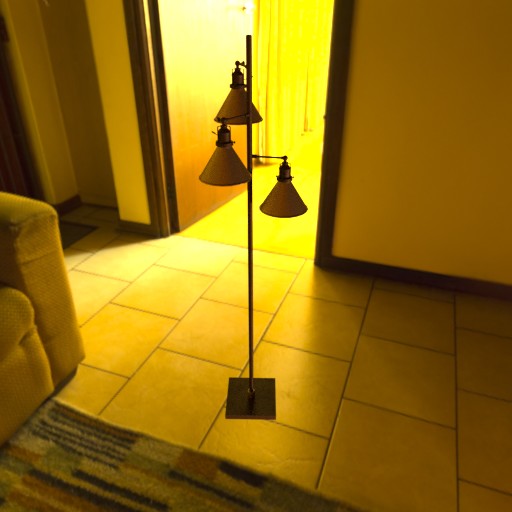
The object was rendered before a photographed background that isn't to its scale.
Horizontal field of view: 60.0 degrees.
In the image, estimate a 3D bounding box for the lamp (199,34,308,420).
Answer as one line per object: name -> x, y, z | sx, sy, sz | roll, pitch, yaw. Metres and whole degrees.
lamp -> 0.000, 0.000, 1.915 | 0.415, 1.716, 0.428 | 0, 29, 1
